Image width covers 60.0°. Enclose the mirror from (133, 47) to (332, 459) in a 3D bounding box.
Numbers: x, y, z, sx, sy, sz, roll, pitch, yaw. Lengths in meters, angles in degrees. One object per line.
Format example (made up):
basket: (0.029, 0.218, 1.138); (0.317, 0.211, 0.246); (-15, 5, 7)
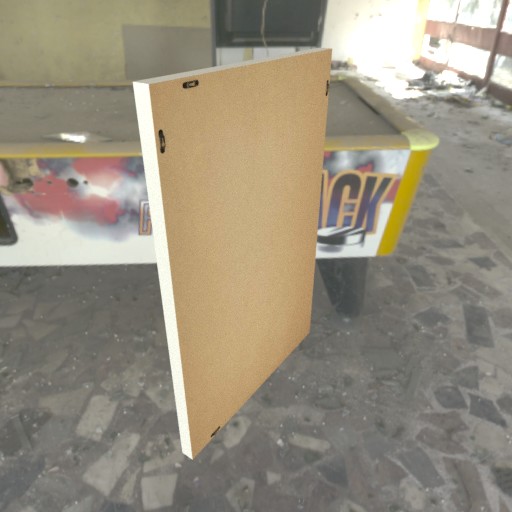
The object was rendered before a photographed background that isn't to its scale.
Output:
mirror: (0.000, 0.000, 1.129); (0.041, 0.914, 0.609); (20, 36, 30)
